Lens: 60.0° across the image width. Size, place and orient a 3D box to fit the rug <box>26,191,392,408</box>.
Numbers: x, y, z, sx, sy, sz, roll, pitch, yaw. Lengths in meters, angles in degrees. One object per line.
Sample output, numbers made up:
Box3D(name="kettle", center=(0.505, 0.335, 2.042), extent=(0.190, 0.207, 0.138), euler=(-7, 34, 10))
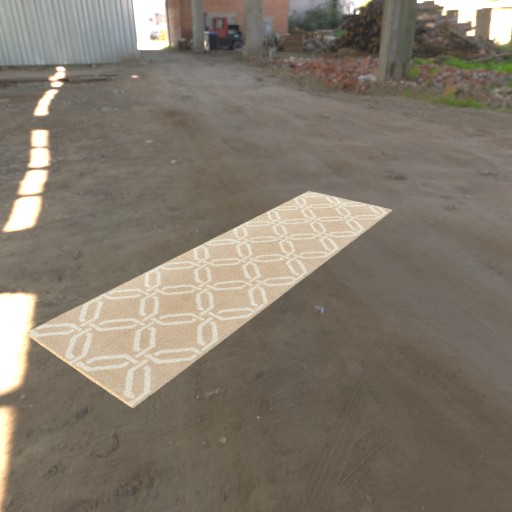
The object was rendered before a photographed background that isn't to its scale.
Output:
Box3D(name="rug", center=(0.000, 0.000, 2.463), extent=(0.678, 0.014, 2.276), euler=(19, 32, 32))
